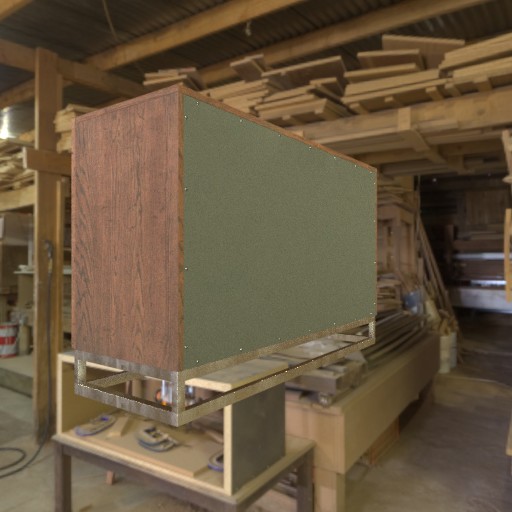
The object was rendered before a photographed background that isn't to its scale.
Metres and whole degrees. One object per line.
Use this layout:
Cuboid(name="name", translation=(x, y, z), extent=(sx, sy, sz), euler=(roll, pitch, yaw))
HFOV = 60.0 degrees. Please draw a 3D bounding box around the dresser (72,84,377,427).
Cuboid(name="dresser", translation=(0.000, 0.000, 2.209), extent=(0.623, 1.061, 1.646), euler=(0, 0, 36))
